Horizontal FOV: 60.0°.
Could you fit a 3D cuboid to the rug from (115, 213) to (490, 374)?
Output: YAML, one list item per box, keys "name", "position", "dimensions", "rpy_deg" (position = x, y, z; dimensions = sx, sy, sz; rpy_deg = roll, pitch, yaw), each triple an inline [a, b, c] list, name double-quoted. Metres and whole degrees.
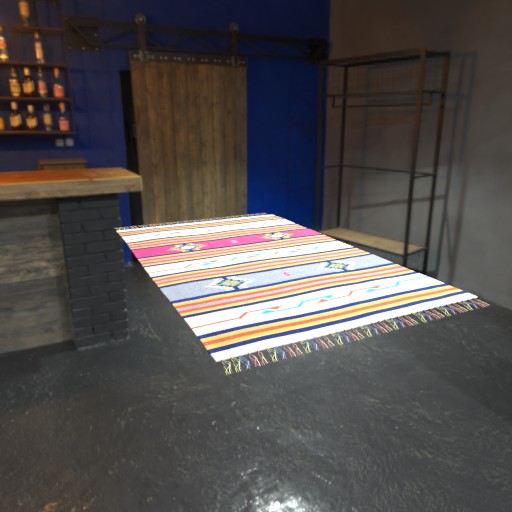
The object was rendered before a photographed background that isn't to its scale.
- name: "rug"
  position: [0.000, 0.000, 2.206]
  dimensions: [1.084, 0.013, 1.849]
  rpy_deg: [-8, 19, -25]
